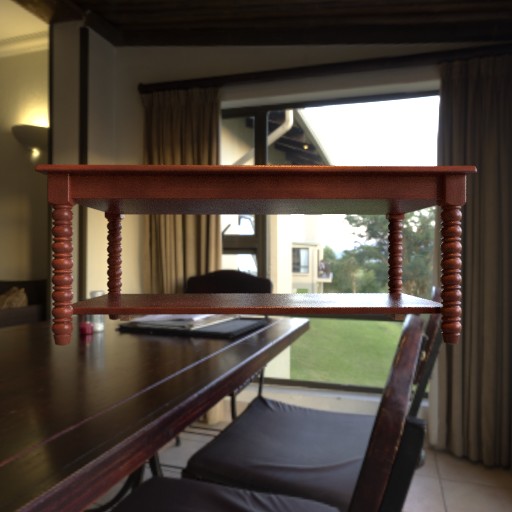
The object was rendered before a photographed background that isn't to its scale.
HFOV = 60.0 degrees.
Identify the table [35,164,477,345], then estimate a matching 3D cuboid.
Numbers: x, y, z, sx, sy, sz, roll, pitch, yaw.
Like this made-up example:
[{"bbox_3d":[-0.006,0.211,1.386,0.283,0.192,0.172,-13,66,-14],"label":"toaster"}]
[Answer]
[{"bbox_3d":[0.000,0.000,1.456,1.171,0.485,0.580,0,0,-1],"label":"table"}]
